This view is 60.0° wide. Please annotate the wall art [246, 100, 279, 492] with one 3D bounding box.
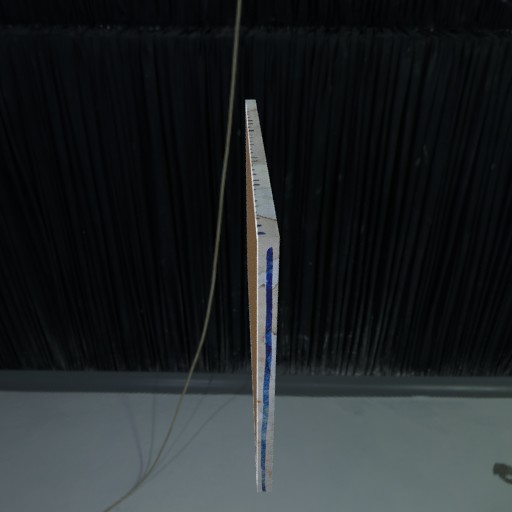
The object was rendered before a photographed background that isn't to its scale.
[{"bbox_3d":[0.000,0.000,1.171,0.030,0.609,0.919,-1,31,-2],"label":"wall art"}]
